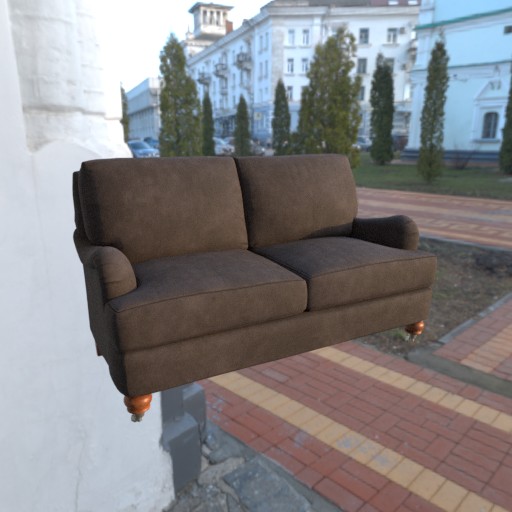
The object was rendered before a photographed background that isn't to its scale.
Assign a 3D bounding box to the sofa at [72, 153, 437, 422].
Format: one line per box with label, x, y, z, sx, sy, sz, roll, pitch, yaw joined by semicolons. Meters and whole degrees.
sofa;0.000;0.000;2.529;1.853;1.101;1.084;-8;17;-27
